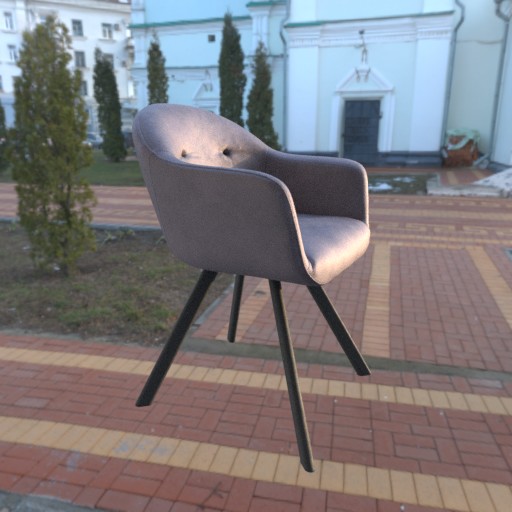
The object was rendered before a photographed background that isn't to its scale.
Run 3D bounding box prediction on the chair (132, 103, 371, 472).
[{"bbox_3d":[0.000,0.000,1.175,0.544,0.781,0.567,8,17,28],"label":"chair"}]
